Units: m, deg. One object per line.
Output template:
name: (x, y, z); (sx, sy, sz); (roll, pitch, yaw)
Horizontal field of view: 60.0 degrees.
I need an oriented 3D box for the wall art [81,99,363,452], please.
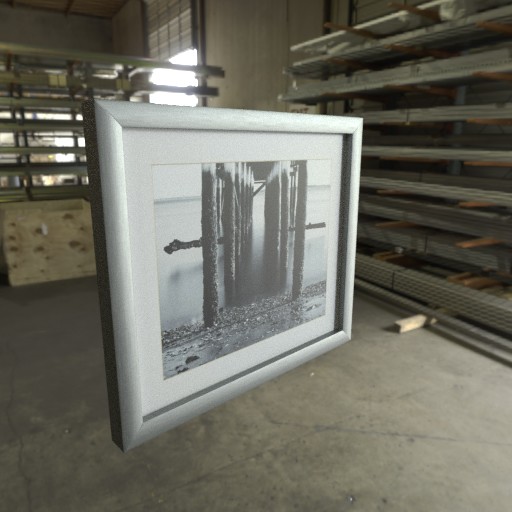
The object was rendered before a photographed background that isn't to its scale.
wall art: (0.000, 0.000, 0.531); (0.380, 0.330, 0.028); (-13, 19, -42)
